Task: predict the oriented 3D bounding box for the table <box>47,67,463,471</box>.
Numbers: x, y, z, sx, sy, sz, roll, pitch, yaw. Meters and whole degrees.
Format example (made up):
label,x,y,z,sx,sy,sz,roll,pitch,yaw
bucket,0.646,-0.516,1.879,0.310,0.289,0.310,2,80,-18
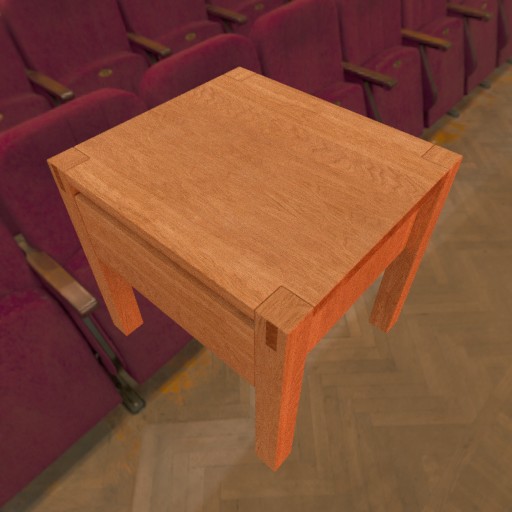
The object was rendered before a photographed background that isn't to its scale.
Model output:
label,x,y,z,sx,sy,sz,roll,pitch,yaw
table,0.000,0.000,0.854,0.480,0.450,0.440,33,55,27
